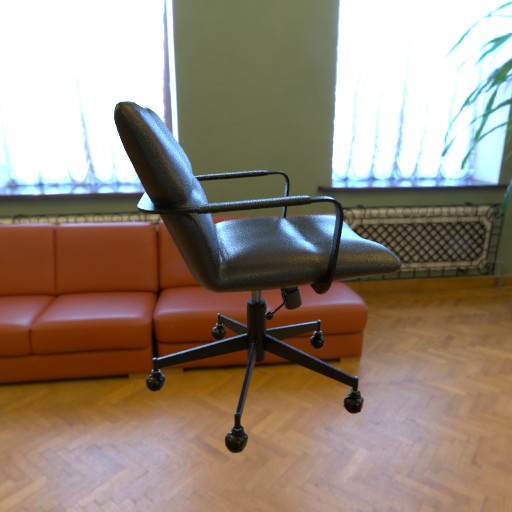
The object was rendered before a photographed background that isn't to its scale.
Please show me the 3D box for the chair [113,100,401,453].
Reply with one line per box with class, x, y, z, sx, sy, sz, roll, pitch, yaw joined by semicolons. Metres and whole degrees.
chair;0.000;0.000;1.420;0.748;0.922;0.719;-3;17;-8
